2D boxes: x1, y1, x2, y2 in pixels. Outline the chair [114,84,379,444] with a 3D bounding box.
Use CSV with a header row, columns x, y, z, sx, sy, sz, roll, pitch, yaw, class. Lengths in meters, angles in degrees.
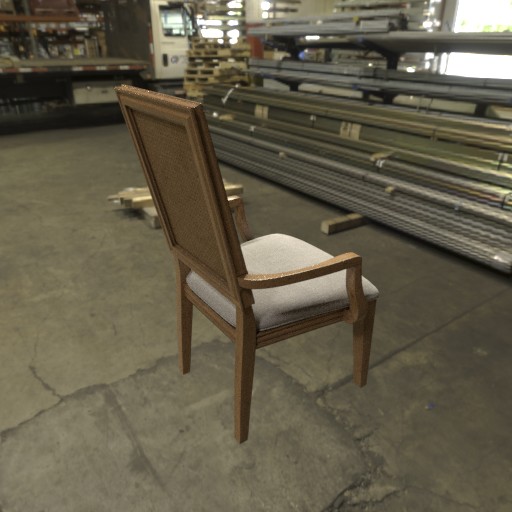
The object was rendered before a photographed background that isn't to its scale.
x,y,z,sx,sy,sz,roll,pitch,yaw,class
0.000,0.000,1.366,0.602,0.990,0.606,-18,32,-31,chair
